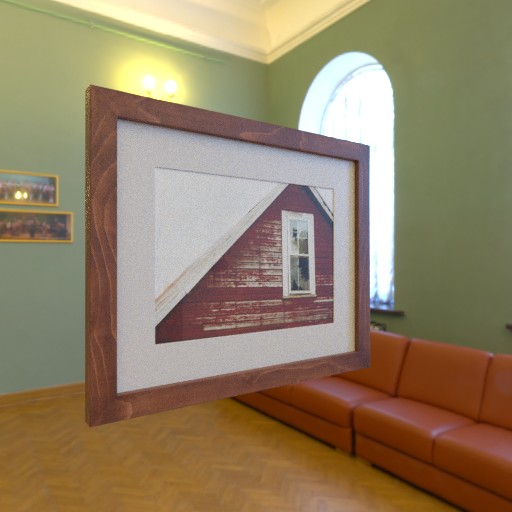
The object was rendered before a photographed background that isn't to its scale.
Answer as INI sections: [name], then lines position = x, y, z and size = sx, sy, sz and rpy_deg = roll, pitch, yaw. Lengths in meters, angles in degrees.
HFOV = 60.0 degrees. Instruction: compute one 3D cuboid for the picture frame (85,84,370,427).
[picture frame]
position = 0.000, 0.000, 0.762
size = 0.559, 0.457, 0.025
rpy_deg = 0, 0, -35
